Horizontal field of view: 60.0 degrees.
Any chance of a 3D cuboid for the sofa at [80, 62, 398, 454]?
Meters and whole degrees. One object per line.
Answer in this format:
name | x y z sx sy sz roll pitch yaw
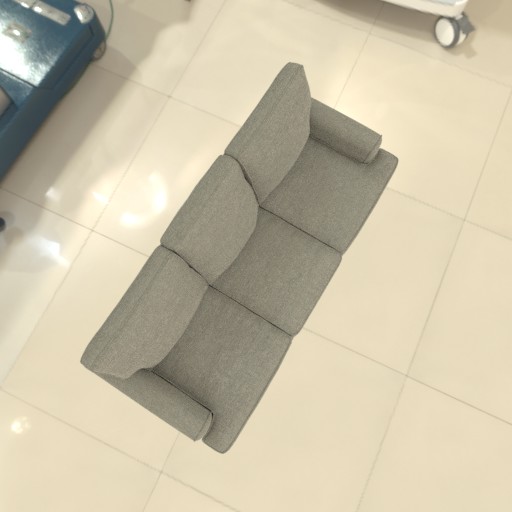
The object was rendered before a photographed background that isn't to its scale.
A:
sofa | 0.000 0.000 2.733 0.951 0.965 2.158 31 78 7
